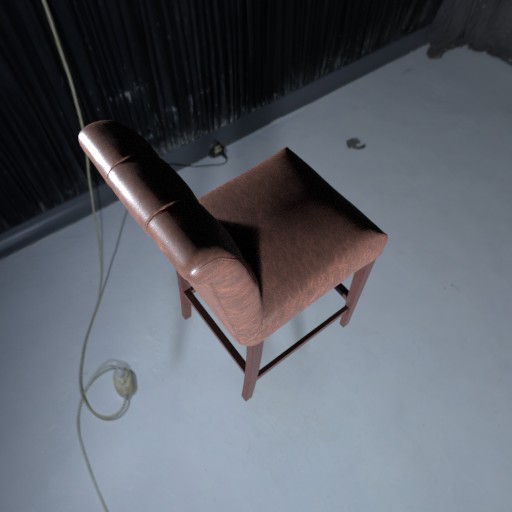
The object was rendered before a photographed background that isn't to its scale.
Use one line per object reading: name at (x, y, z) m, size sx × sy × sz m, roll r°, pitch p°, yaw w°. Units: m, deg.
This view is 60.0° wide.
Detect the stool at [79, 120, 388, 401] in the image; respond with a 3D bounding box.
stool at (0.000, 0.000, 1.412) m, size 0.660 × 1.084 × 0.486 m, roll -33°, pitch 63°, yaw -19°
